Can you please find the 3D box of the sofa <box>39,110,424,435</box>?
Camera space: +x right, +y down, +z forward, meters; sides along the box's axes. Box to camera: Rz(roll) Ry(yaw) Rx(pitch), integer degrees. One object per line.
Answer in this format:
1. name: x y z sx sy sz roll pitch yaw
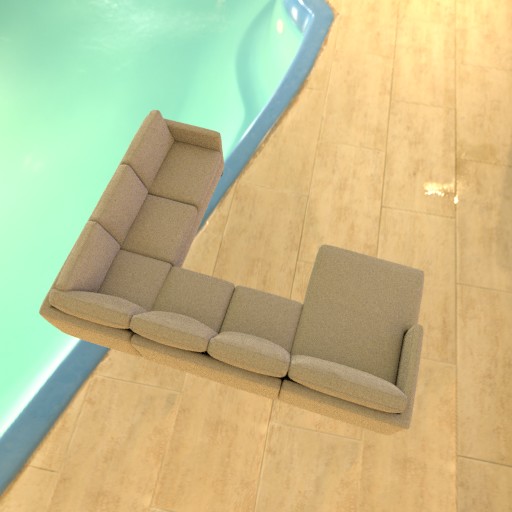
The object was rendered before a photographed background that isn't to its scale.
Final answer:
1. sofa: 0.000 0.000 4.615 3.460 0.959 2.593 15 64 8
